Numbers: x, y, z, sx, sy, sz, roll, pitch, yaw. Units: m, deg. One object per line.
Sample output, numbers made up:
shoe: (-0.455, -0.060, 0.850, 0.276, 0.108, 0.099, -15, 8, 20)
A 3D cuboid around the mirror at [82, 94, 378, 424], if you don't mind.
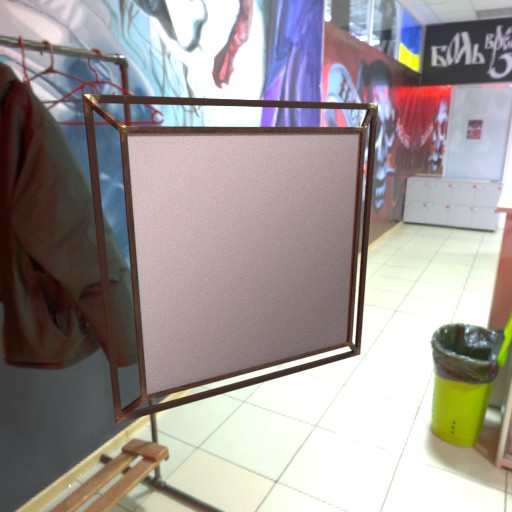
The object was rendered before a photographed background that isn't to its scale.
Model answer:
mirror: (0.000, 0.000, 0.914, 0.610, 0.610, 0.032, -8, 18, -26)
